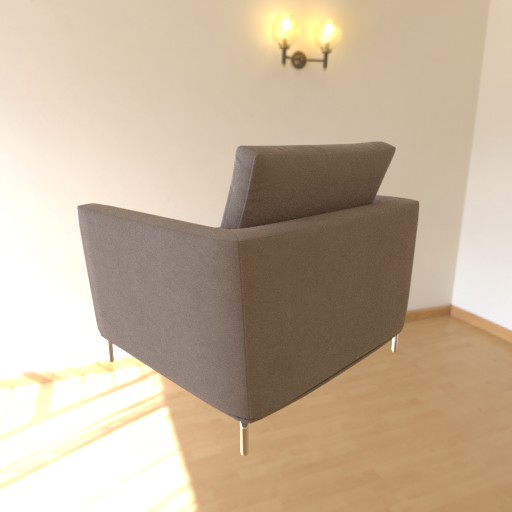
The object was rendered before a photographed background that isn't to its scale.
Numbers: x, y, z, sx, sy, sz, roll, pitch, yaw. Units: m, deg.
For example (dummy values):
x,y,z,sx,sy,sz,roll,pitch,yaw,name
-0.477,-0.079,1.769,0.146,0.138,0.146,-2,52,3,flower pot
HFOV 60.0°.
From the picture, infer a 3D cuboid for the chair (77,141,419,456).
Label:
x,y,z,sx,sy,sz,roll,pitch,yaw,name
0.000,0.000,1.726,0.889,0.864,1.041,14,21,43,chair
